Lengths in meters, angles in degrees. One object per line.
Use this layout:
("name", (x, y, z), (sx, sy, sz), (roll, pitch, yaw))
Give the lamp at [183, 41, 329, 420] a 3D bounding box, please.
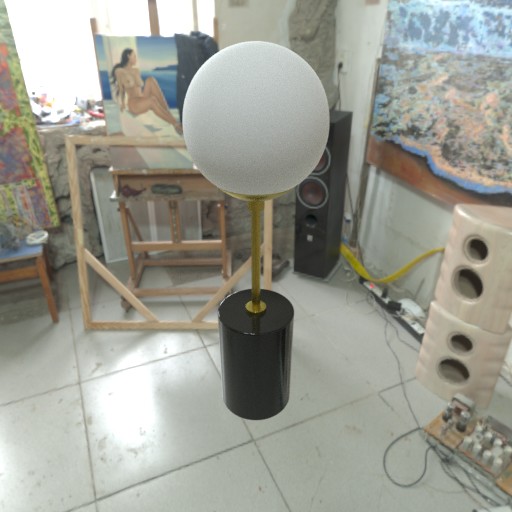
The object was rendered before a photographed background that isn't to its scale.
("lamp", (0.000, 0.000, 0.549), (0.153, 0.480, 0.153), (0, 30, 0))
